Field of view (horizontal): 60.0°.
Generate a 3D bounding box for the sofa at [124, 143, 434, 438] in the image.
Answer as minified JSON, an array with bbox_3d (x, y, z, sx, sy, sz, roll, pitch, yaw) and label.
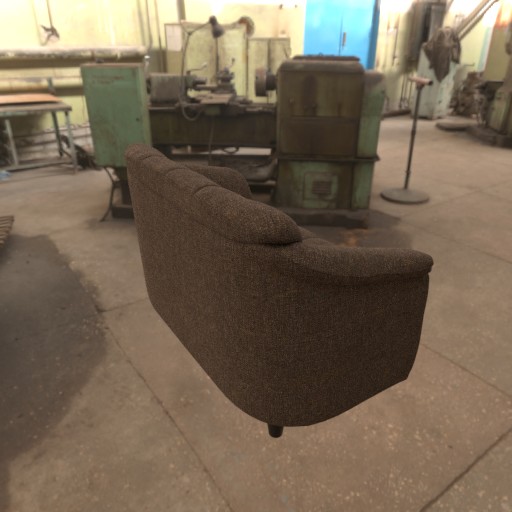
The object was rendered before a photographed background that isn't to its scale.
[{"bbox_3d":[0.000,0.000,1.971,0.799,0.895,1.404,-16,30,-29],"label":"sofa"}]
